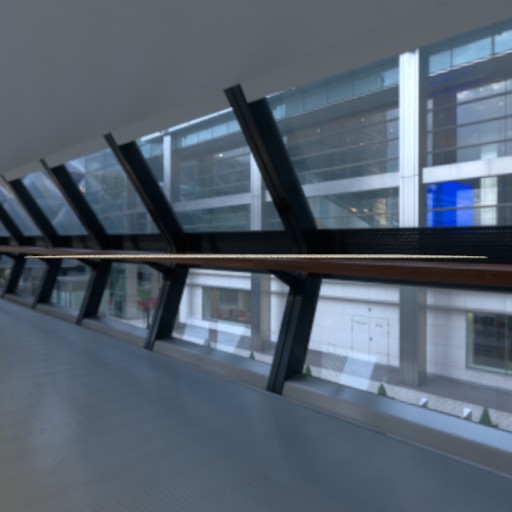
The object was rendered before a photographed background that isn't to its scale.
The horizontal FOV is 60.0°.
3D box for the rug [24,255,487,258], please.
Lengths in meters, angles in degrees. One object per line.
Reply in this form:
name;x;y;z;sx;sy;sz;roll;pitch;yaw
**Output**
rug;0.000;0.000;3.111;2.448;0.008;1.541;0;1;1
